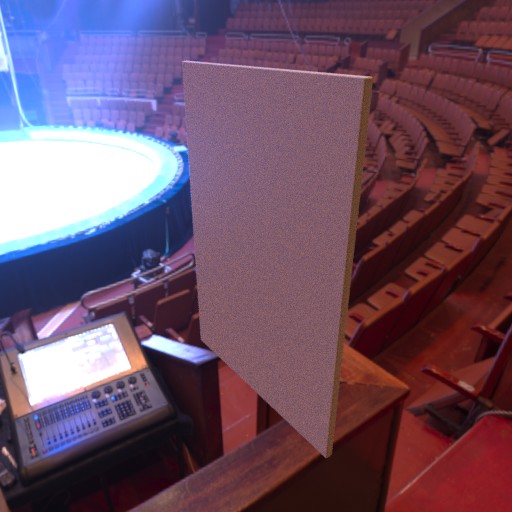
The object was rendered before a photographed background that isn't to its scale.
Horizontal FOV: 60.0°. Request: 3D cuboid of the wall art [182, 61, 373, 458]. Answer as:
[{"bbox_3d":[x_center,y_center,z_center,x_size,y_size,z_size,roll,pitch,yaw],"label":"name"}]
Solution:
[{"bbox_3d":[0.000,0.000,0.614,0.011,0.482,0.329,-19,32,-33],"label":"wall art"}]
